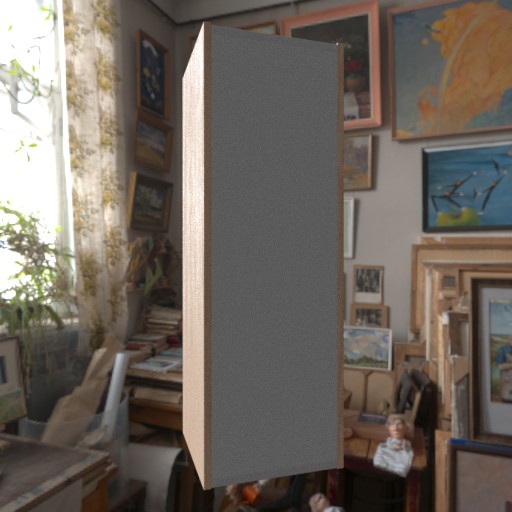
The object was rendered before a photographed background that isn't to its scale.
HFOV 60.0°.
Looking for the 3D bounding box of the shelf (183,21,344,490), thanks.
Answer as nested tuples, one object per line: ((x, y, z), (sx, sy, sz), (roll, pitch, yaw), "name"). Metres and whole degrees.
((0.000, 0.000, 1.033), (0.300, 0.900, 0.290), (0, 0, -17), "shelf")
